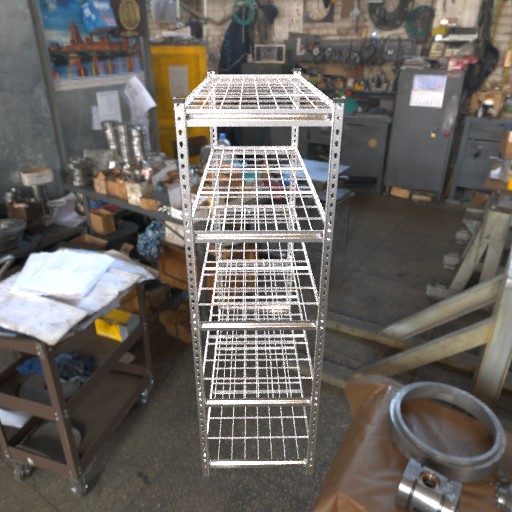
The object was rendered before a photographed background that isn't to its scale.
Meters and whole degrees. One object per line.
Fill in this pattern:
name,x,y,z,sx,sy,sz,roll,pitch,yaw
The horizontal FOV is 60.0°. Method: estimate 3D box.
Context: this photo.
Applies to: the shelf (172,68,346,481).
shelf,0.000,0.000,2.663,0.610,1.981,1.524,0,27,-1
